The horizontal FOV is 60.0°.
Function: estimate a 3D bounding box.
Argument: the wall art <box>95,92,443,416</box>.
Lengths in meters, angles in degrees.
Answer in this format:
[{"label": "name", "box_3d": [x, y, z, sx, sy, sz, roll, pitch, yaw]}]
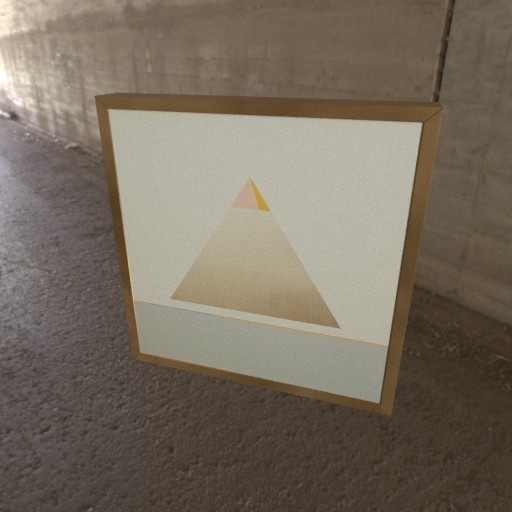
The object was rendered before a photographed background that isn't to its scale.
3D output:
[{"label": "wall art", "box_3d": [0.000, 0.000, 0.452, 0.305, 0.303, 0.038, 8, 26, 16]}]
